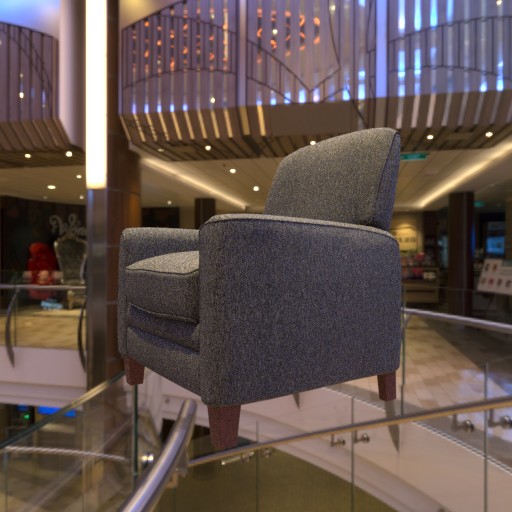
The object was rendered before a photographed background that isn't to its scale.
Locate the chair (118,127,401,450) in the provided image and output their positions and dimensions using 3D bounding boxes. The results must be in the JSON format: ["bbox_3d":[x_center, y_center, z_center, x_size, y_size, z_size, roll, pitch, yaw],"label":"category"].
[{"bbox_3d":[0.000,0.000,1.674,0.864,1.014,0.848,0,0,-35],"label":"chair"}]
